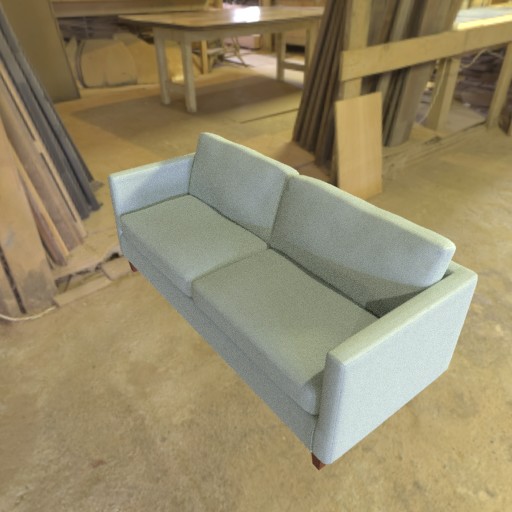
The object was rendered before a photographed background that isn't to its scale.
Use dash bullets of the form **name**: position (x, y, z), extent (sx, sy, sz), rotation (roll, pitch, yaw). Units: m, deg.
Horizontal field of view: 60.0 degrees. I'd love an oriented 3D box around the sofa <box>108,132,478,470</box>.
- **sofa**: position (0.000, 0.000, 2.678), extent (0.951, 0.965, 2.208), rotation (-23, 40, -31)
